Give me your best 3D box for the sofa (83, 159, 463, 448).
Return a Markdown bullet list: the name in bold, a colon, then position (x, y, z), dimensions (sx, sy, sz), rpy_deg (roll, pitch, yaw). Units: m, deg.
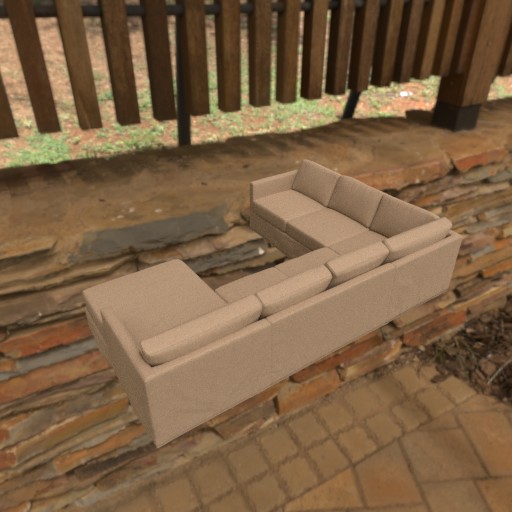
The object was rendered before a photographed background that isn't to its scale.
- **sofa**: position (0.000, 0.000, 4.640), dimensions (3.460, 0.882, 2.427), rpy_deg (-20, 37, -29)
